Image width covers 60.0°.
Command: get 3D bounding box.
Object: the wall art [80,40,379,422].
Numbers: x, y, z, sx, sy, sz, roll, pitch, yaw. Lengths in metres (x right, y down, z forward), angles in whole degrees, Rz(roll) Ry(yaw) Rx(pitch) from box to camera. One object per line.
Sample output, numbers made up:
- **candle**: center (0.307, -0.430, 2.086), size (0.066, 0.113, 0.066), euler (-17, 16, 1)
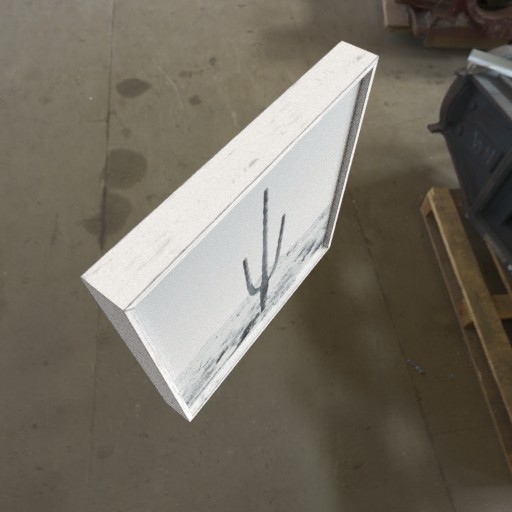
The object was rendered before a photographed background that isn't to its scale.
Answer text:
- **wall art**: center (0.000, 0.000, 0.457), size (0.038, 0.305, 0.305), euler (33, 64, 19)
